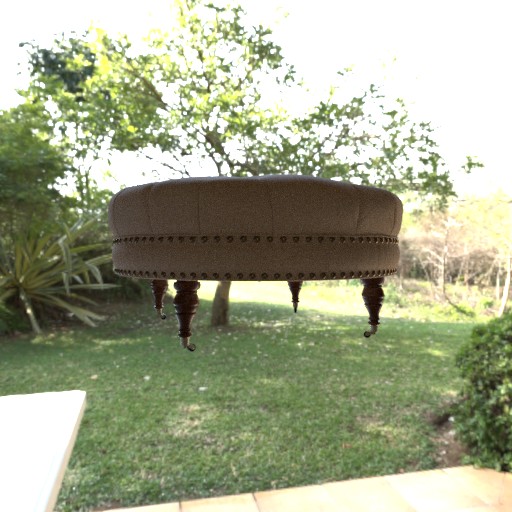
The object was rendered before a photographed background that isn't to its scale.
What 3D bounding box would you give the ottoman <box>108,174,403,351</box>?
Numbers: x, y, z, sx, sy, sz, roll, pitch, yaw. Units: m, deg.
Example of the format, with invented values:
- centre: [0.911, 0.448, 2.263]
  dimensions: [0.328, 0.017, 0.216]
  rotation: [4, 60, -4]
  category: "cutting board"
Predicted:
- centre: [0.000, 0.000, 1.484]
  dimensions: [0.940, 0.483, 0.940]
  rotation: [0, 1, 0]
  category: "ottoman"
